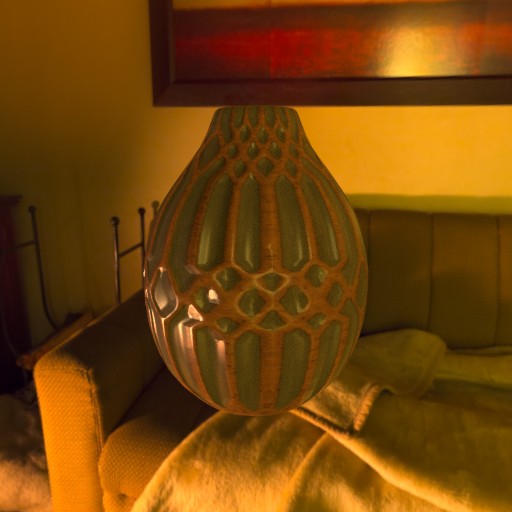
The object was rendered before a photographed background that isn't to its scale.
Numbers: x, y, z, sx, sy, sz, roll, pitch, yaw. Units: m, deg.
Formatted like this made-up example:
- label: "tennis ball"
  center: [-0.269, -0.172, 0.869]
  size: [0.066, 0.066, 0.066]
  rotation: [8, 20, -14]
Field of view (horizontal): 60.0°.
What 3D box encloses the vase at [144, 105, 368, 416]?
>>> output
- label: "vase"
  center: [0.000, 0.000, 0.139]
  size: [0.069, 0.088, 0.069]
  rotation: [0, 13, 0]
